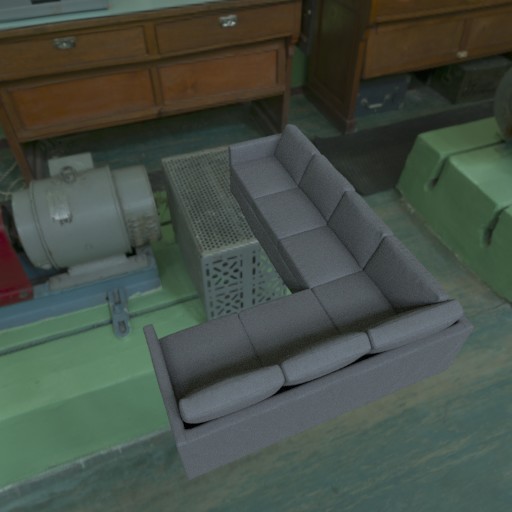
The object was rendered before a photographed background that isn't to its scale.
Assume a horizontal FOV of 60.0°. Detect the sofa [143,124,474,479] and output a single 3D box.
[{"bbox_3d":[0.000,0.000,4.338,2.432,0.871,3.182,-17,49,-15],"label":"sofa"}]
